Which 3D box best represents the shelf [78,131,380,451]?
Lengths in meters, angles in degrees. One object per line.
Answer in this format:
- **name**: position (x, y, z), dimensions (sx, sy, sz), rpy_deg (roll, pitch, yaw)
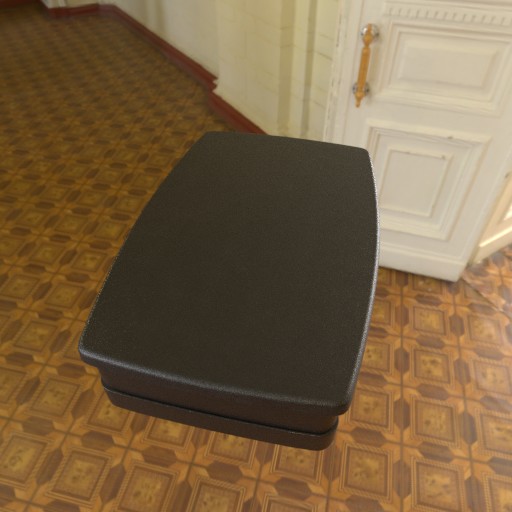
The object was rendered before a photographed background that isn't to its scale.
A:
- **shelf**: position (0.000, 0.000, 0.538), dimensions (0.280, 0.100, 0.410), rpy_deg (9, 46, 9)
